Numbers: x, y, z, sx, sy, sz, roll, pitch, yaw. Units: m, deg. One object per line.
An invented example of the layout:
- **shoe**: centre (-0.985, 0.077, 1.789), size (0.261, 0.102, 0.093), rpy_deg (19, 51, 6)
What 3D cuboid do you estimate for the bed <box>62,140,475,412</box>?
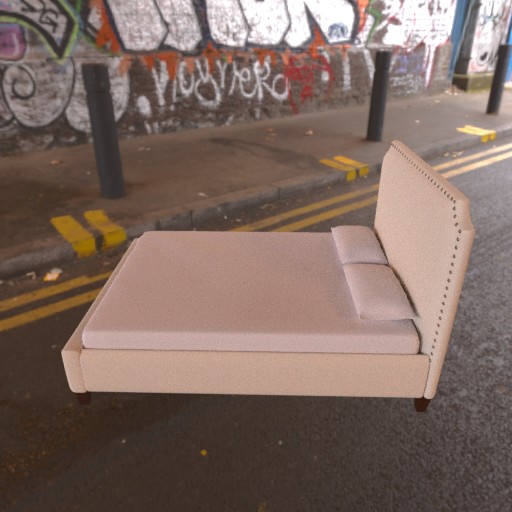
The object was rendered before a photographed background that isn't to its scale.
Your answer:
- **bed**: centre (0.000, 0.000, 3.330), size (2.372, 1.443, 1.712), rpy_deg (1, 27, 1)
